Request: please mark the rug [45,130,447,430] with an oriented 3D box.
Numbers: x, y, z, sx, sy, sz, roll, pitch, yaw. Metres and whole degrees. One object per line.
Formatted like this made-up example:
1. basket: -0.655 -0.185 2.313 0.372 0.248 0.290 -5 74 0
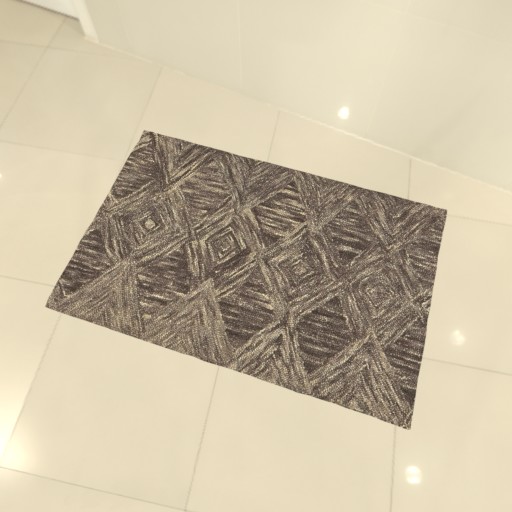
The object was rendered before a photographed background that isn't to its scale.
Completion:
1. rug: 0.000 0.000 2.300 1.814 0.012 1.186 16 65 8
